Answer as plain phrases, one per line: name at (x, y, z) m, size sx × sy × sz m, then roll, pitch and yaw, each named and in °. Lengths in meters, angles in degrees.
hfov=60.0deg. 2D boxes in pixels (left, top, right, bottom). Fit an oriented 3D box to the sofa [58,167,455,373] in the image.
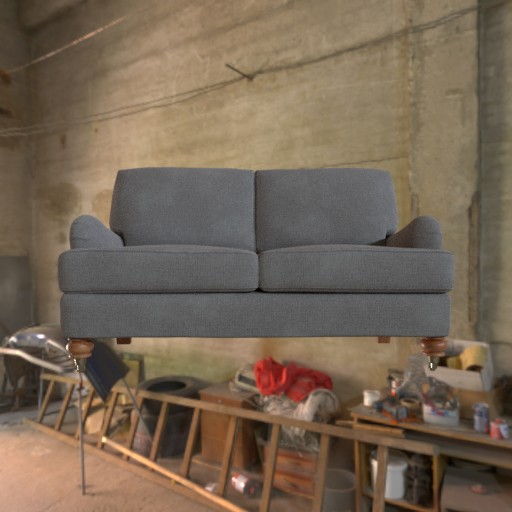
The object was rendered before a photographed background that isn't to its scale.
sofa at (0.000, 0.000, 2.500) m, size 1.853 × 1.101 × 1.084 m, roll 0°, pitch 0°, yaw -1°
